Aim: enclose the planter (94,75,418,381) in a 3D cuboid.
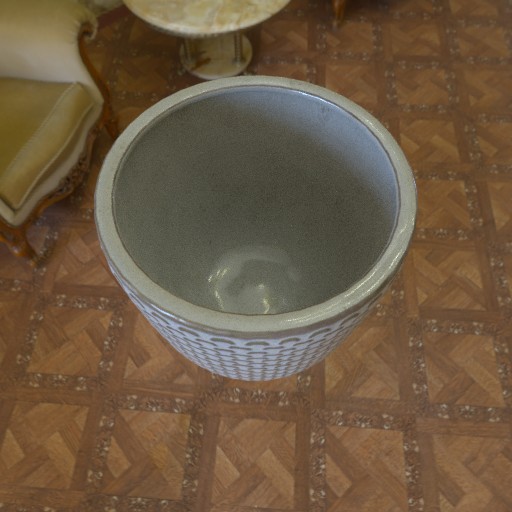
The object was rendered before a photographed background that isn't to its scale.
[{"bbox_3d":[0.000,0.000,0.245,0.139,0.130,0.139,0,61,0],"label":"planter"}]
